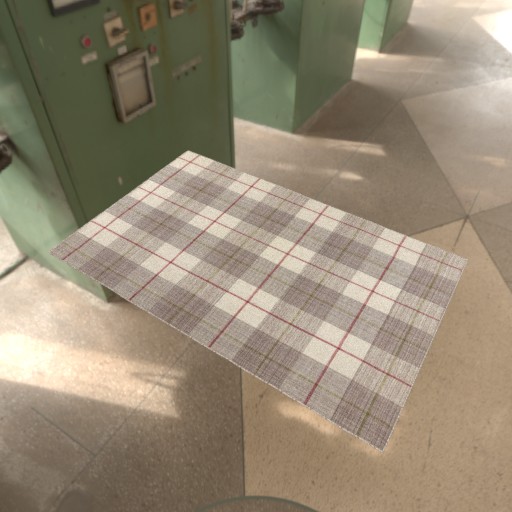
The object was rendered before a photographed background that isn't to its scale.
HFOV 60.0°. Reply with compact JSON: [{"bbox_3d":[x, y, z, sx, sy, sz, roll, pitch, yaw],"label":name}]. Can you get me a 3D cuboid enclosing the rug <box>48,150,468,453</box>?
[{"bbox_3d":[0.000,0.000,3.047,2.464,0.010,1.549,25,51,22],"label":"rug"}]
